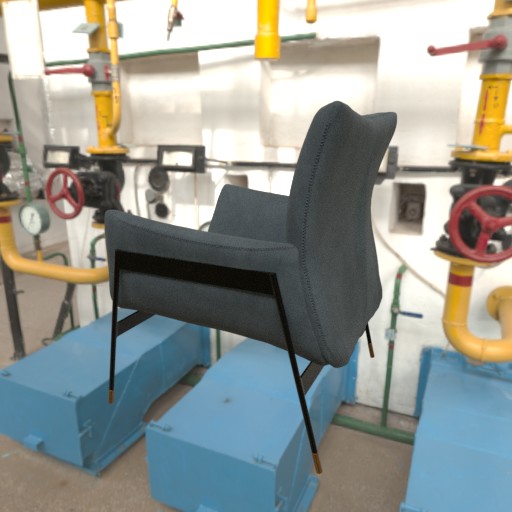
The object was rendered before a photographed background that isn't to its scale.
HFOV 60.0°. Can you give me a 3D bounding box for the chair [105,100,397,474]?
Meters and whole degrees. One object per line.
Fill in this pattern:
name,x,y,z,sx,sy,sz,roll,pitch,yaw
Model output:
chair,0.000,0.000,1.369,0.709,0.858,0.678,8,18,25
